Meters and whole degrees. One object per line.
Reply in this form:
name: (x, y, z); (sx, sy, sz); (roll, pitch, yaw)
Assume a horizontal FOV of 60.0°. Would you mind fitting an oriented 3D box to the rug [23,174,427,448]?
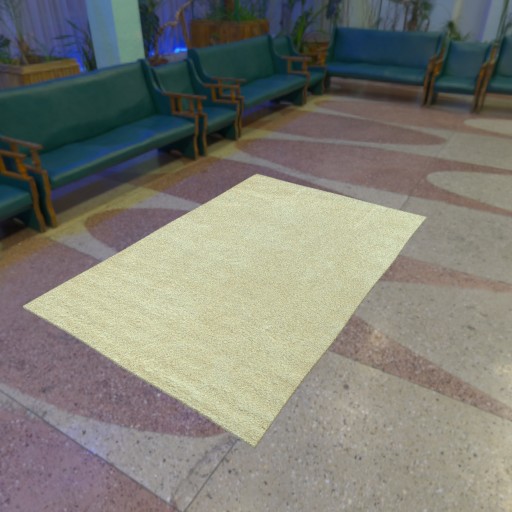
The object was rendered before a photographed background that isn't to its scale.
rug: (0.000, 0.000, 3.375); (1.800, 0.025, 2.699); (20, 38, 28)
